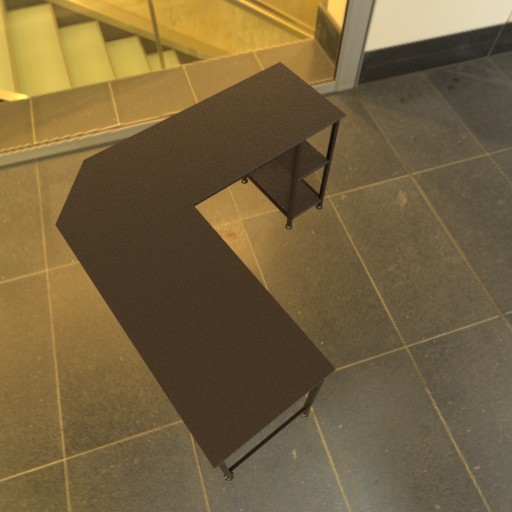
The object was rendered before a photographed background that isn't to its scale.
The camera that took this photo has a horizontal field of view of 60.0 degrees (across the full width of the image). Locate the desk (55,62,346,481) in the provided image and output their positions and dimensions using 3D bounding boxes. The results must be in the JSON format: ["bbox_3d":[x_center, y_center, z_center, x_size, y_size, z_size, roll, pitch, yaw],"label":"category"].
[{"bbox_3d":[0.000,0.000,2.151,1.379,0.739,1.379,-33,65,-18],"label":"desk"}]
